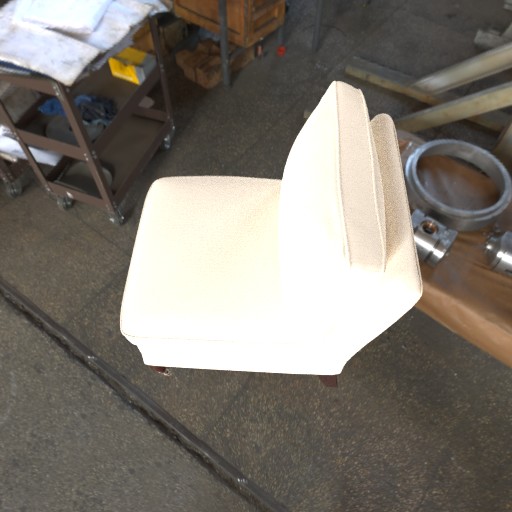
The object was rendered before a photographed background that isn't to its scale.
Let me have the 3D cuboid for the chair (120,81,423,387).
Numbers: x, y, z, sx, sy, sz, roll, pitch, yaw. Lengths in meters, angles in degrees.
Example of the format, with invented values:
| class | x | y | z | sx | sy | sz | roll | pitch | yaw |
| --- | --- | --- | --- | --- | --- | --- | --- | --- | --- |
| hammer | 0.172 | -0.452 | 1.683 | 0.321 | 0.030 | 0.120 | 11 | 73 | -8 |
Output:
| class | x | y | z | sx | sy | sz | roll | pitch | yaw |
| --- | --- | --- | --- | --- | --- | --- | --- | --- | --- |
| chair | 0.000 | 0.000 | 1.426 | 0.781 | 0.887 | 0.630 | 2 | 58 | 1 |
